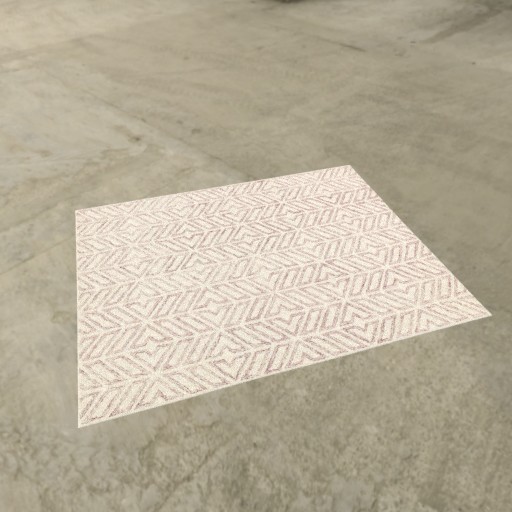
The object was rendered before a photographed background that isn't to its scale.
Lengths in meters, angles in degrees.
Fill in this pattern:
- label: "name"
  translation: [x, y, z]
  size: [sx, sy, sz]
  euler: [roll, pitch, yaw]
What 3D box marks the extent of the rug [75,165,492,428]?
- label: "rug"
  translation: [0.000, 0.000, 3.931]
  size: [3.045, 0.008, 2.421]
  euler: [-12, 42, -13]
